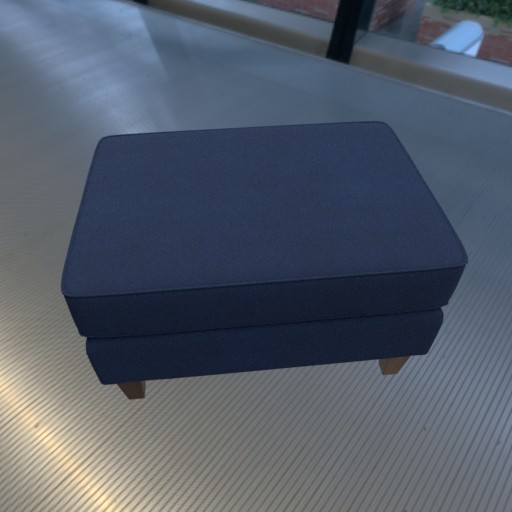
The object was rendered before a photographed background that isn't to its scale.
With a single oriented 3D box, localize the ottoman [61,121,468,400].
[{"bbox_3d":[0.000,0.000,1.405,0.965,0.584,0.686,-4,46,-4],"label":"ottoman"}]
